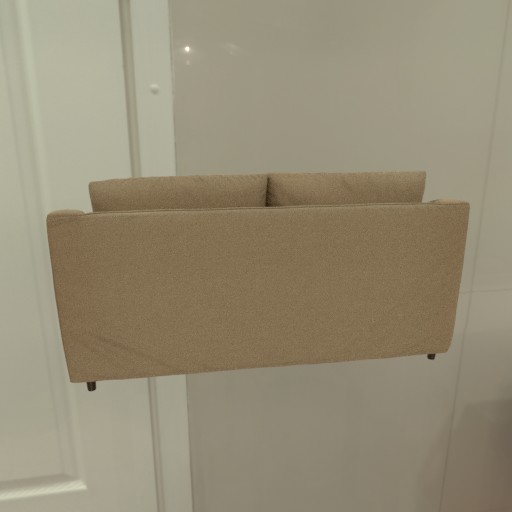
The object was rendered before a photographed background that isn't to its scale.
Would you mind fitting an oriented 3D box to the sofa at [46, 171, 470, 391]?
[{"bbox_3d":[0.000,0.000,2.613,2.010,1.018,1.072,-3,16,-10],"label":"sofa"}]
